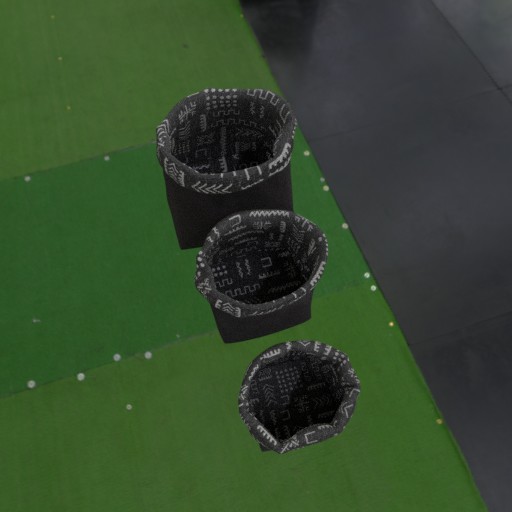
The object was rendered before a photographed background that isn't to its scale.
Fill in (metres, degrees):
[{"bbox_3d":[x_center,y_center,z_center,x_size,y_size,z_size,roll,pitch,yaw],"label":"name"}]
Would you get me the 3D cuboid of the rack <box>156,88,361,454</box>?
[{"bbox_3d":[0.000,0.000,1.113,0.379,0.323,0.905,-14,65,-7],"label":"rack"}]
